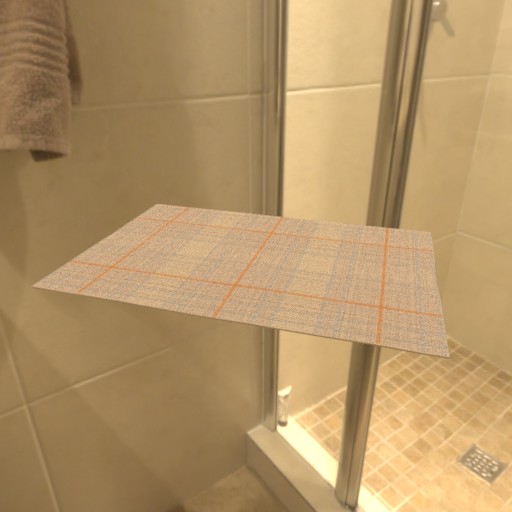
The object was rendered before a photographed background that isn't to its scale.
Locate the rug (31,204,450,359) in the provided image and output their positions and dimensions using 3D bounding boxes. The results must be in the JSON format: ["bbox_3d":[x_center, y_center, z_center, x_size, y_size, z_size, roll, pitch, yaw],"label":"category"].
[{"bbox_3d":[0.000,0.000,2.362,1.825,0.015,1.232,7,27,15],"label":"rug"}]
